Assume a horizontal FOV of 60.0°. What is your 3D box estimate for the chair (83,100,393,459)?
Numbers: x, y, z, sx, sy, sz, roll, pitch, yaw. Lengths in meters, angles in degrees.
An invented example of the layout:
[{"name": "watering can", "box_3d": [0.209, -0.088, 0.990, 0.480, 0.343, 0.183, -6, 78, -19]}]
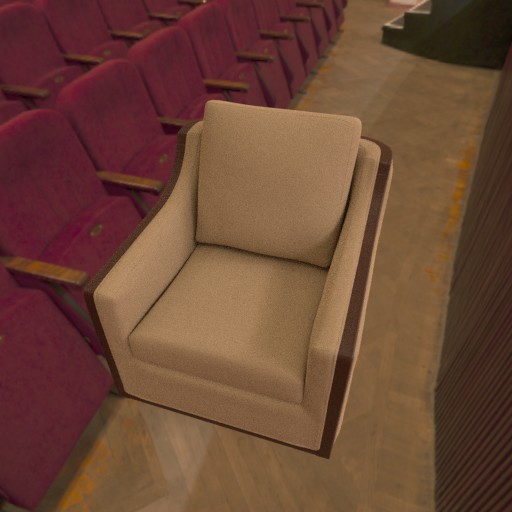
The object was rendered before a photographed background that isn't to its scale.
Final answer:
[{"name": "chair", "box_3d": [0.000, 0.000, 1.683, 0.870, 0.930, 0.950, 12, 42, 13]}]
